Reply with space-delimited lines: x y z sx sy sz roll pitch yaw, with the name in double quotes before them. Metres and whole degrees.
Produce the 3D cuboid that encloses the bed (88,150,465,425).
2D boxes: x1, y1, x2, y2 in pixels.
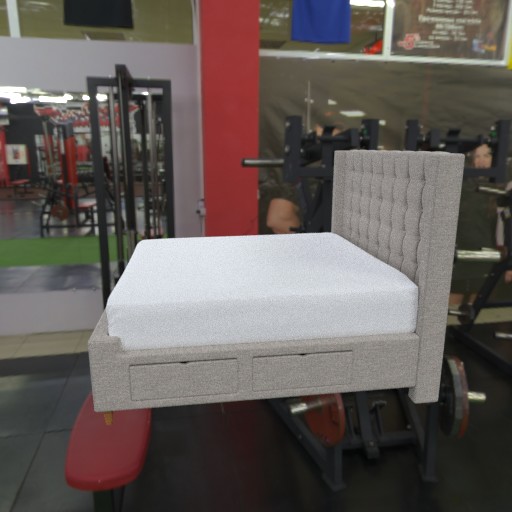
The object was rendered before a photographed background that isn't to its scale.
"bed" 0.000 0.000 3.779 2.372 1.748 2.044 -2 14 -8
